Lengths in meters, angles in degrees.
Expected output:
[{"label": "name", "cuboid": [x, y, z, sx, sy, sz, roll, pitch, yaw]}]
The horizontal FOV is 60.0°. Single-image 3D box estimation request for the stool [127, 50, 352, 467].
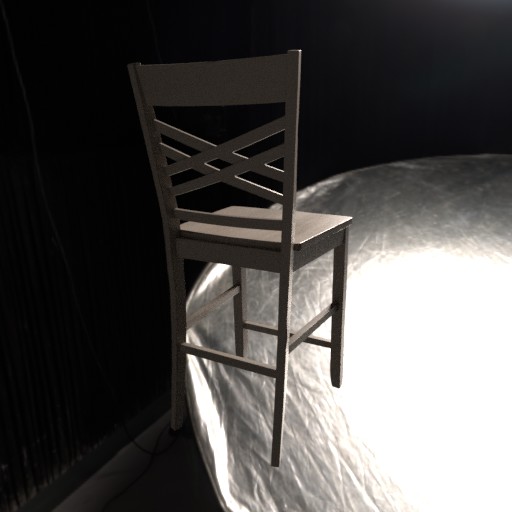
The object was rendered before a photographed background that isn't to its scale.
[{"label": "stool", "cuboid": [0.000, 0.000, 1.375, 0.462, 1.079, 0.539, 8, 18, 26]}]
